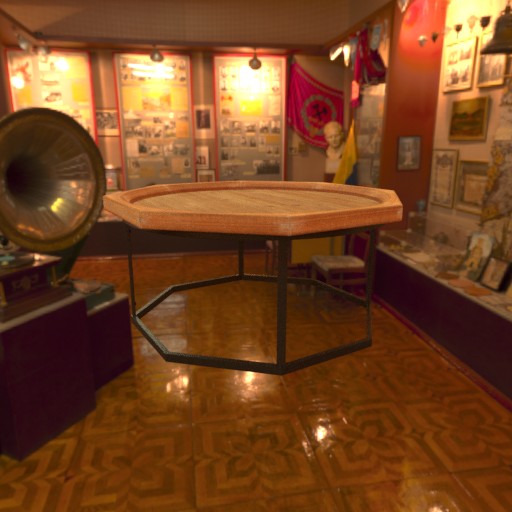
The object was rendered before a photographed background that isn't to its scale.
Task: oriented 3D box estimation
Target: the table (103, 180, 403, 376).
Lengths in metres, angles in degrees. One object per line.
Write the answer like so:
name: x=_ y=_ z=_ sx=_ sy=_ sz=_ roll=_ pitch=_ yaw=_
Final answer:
table: x=0.000 y=0.000 z=1.564 sx=1.002 sy=0.444 sz=1.002 roll=0 pitch=14 yaw=0
